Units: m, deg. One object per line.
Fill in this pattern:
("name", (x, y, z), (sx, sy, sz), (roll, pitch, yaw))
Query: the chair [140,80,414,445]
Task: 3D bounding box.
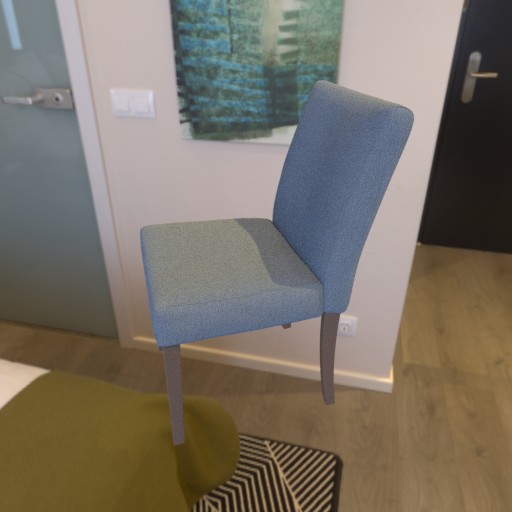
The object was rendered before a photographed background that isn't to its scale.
("chair", (0.000, 0.000, 1.276), (0.629, 0.882, 0.487), (-8, 30, -14))
